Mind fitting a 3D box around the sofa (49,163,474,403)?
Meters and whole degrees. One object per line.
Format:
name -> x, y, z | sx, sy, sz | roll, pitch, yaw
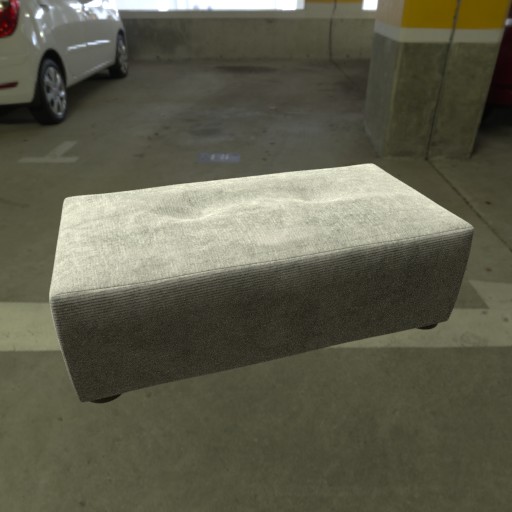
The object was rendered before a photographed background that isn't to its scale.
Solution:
sofa -> 0.000, 0.000, 1.147 | 0.930, 0.330, 0.480 | -9, 32, -15
